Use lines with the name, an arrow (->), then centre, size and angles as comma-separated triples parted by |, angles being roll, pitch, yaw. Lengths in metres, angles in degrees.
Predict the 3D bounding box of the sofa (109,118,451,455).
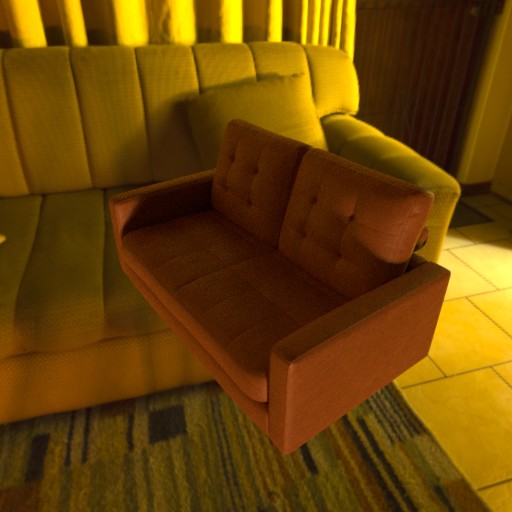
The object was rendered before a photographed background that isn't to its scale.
sofa -> 0.000, 0.000, 1.999 | 0.868, 0.898, 1.430 | -22, 38, -30
